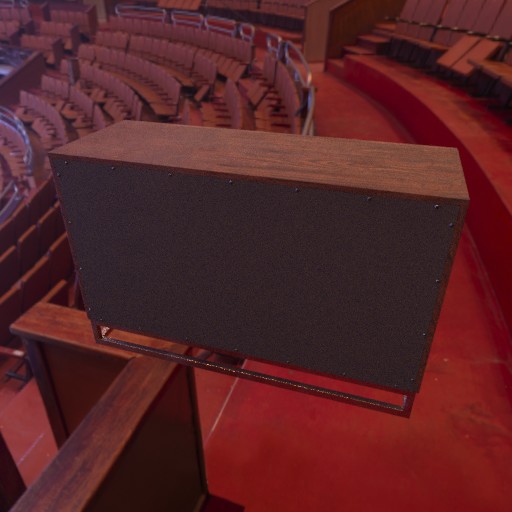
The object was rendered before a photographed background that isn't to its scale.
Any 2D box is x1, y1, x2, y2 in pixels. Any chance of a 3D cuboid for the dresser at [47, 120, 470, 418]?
[{"bbox_3d":[0.000,0.000,2.167,1.646,1.061,0.623,9,32,15],"label":"dresser"}]
